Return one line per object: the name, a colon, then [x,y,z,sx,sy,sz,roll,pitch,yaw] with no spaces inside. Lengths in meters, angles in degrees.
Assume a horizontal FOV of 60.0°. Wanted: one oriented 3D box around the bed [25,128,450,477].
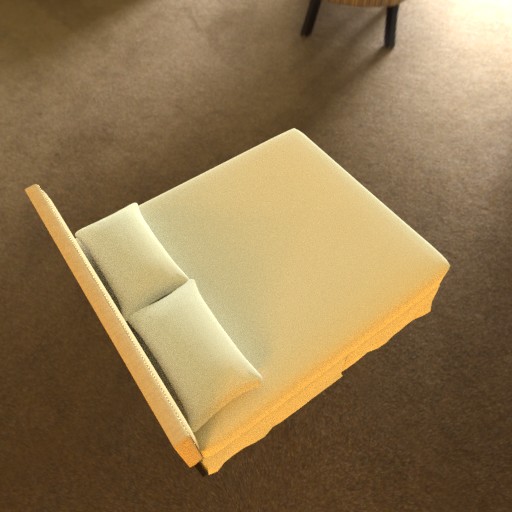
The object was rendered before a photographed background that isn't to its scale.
bed: [0.000,0.000,2.708,1.876,1.016,1.616,-31,62,-19]
